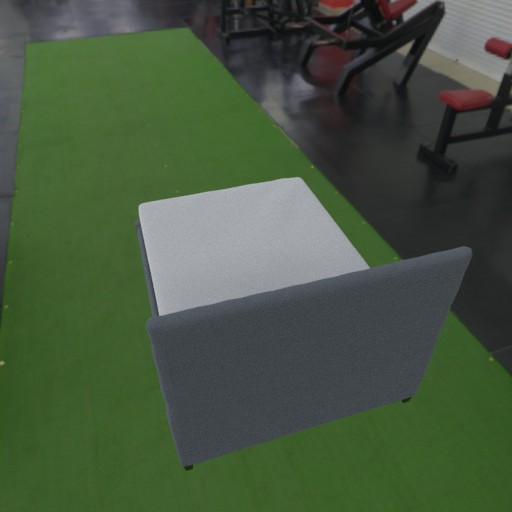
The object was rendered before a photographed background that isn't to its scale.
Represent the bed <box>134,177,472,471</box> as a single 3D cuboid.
[{"bbox_3d":[0.000,0.000,3.348,1.698,1.427,2.231,-12,42,-13],"label":"bed"}]
